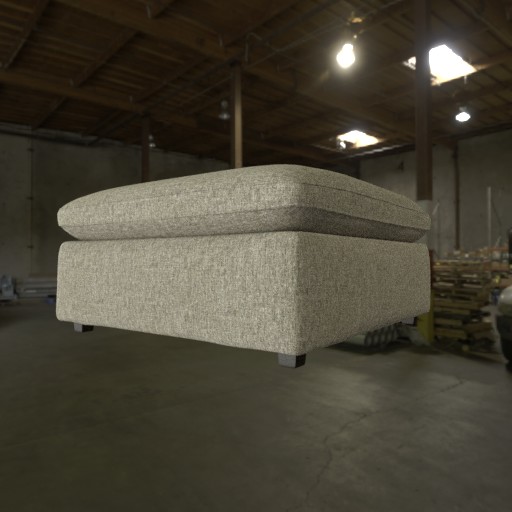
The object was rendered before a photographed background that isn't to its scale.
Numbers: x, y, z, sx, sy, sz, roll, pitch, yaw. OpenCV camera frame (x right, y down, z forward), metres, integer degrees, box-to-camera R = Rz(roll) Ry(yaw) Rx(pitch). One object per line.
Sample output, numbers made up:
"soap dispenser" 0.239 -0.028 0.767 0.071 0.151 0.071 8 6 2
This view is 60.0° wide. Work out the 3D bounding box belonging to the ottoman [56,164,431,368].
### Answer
"ottoman" 0.000 0.000 1.640 1.035 0.526 1.039 0 -1 37
